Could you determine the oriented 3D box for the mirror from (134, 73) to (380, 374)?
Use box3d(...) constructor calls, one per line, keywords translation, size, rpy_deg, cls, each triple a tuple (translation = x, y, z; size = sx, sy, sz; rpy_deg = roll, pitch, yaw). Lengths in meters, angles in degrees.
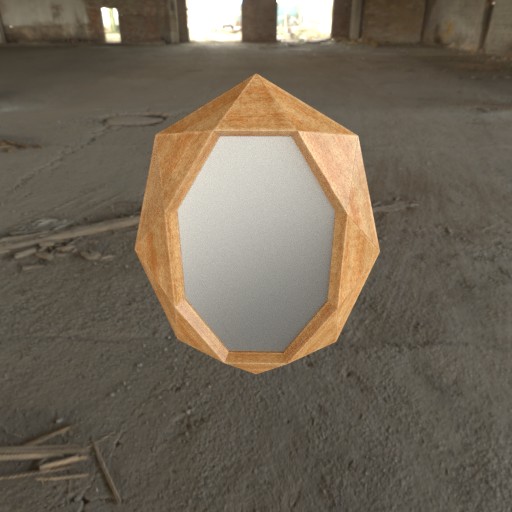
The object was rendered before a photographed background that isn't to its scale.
box3d(translation=(0.000, 0.000, 1.019), size=(0.577, 0.774, 0.070), rpy_deg=(1, 28, 1), cls="mirror")
